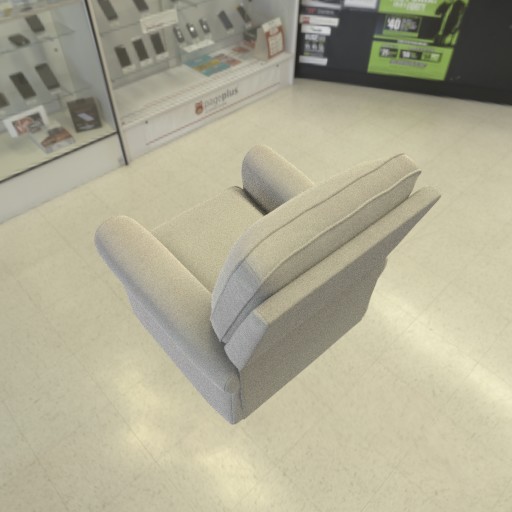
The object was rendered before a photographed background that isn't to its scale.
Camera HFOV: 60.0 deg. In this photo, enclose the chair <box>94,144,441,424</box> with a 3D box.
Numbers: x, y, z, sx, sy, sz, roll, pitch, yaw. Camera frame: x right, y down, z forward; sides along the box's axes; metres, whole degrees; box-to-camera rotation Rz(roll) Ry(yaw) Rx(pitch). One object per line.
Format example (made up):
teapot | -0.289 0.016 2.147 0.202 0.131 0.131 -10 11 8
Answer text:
chair | 0.000 0.000 1.660 0.890 0.960 0.878 -33 55 -26
